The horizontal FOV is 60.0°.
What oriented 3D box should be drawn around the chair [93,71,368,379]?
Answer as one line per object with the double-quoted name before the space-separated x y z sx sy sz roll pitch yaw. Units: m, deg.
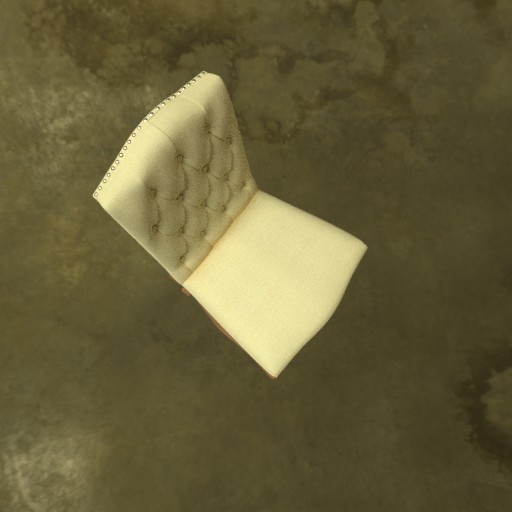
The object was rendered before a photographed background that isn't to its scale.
"chair" 0.000 0.000 1.622 0.715 1.165 0.623 36 78 8
